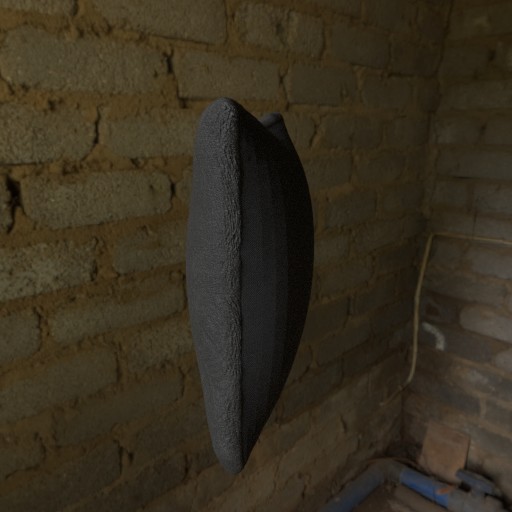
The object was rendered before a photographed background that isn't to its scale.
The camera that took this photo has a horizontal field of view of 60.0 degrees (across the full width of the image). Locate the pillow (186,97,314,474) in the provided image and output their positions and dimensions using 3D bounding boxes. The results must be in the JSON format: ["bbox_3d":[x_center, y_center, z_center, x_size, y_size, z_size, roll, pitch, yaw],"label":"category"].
[{"bbox_3d":[0.000,0.000,0.808,0.210,0.523,0.533,2,16,8],"label":"pillow"}]
